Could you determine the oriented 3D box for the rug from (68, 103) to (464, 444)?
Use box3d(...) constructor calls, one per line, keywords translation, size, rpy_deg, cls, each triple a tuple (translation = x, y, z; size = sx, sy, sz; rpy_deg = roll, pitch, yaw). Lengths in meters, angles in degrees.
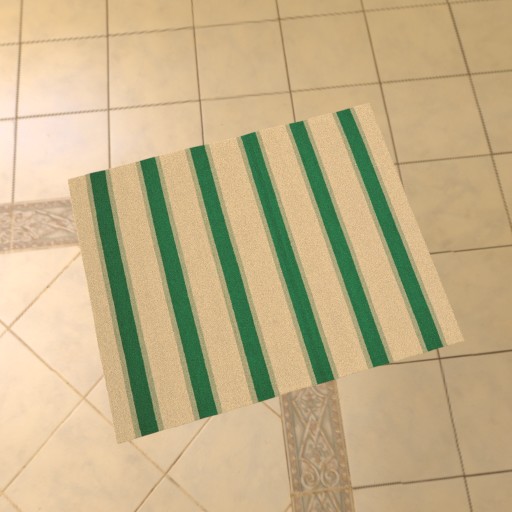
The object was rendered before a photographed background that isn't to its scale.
box3d(translation=(0.000, 0.000, 4.004), size=(3.041, 0.019, 2.434), rpy_deg=(-15, 75, -4), cls="rug")
